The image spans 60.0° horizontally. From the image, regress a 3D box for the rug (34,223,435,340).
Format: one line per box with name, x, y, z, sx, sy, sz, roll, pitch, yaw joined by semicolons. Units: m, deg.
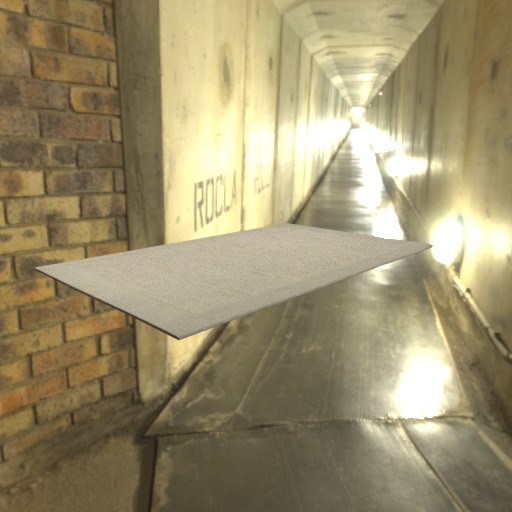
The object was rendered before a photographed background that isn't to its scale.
rug;0.000;0.000;3.105;1.524;0.014;2.438;13;18;43
